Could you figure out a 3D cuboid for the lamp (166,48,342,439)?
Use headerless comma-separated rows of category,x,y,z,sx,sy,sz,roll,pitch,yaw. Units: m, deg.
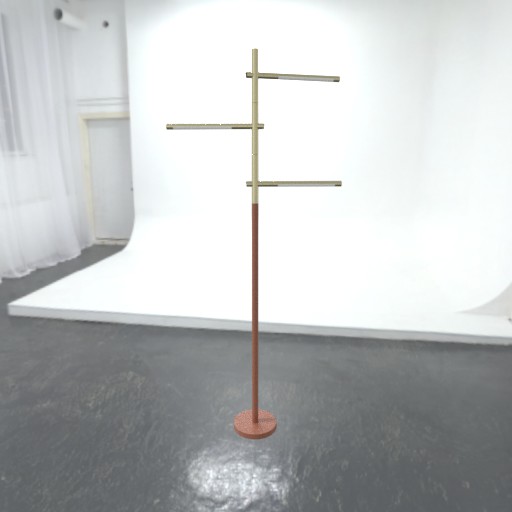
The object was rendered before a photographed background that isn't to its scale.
lamp,0.000,0.000,1.970,0.737,1.704,0.209,-2,13,-10
